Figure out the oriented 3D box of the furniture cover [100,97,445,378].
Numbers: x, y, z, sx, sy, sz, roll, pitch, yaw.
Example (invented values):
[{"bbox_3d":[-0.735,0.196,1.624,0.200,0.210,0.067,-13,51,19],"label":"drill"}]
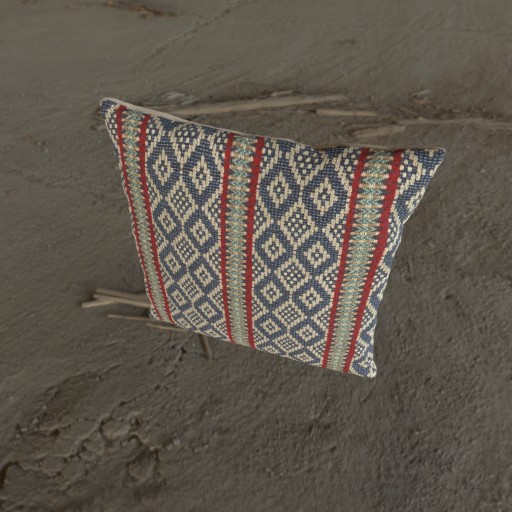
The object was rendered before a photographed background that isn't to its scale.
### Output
[{"bbox_3d":[0.000,0.000,0.667,0.431,0.431,0.139,12,43,14],"label":"furniture cover"}]
